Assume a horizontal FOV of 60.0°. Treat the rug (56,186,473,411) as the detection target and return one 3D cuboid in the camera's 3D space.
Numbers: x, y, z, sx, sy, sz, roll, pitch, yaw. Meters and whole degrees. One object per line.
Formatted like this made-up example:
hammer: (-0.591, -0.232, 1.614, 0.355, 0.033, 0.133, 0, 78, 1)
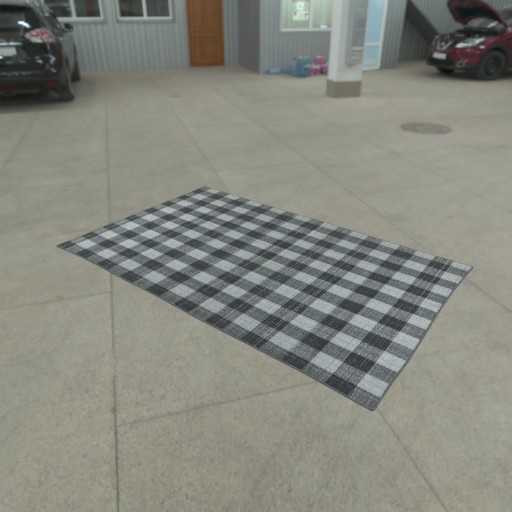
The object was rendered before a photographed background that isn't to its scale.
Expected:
rug: (0.000, 0.000, 3.084, 2.476, 0.011, 1.554, 21, 36, 32)
